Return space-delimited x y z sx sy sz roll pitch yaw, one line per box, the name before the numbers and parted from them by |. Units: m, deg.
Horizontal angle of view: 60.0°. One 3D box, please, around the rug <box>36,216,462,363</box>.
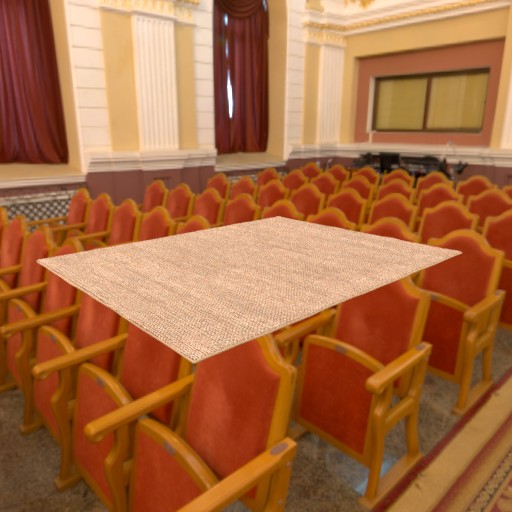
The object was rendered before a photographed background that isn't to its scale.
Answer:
rug | 0.000 0.000 4.038 3.052 0.030 2.429 -14 21 -41
